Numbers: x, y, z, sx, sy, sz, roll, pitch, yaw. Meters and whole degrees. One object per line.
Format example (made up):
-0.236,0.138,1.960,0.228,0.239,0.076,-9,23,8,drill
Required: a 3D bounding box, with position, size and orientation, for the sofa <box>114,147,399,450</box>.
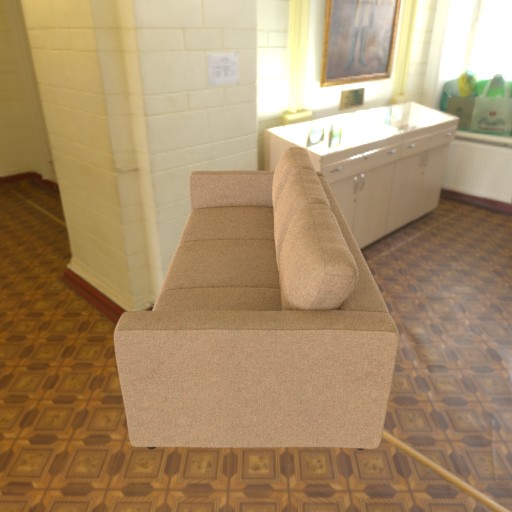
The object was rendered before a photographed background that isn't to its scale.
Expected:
0.000,0.000,2.306,0.930,0.800,1.855,0,26,0,sofa
